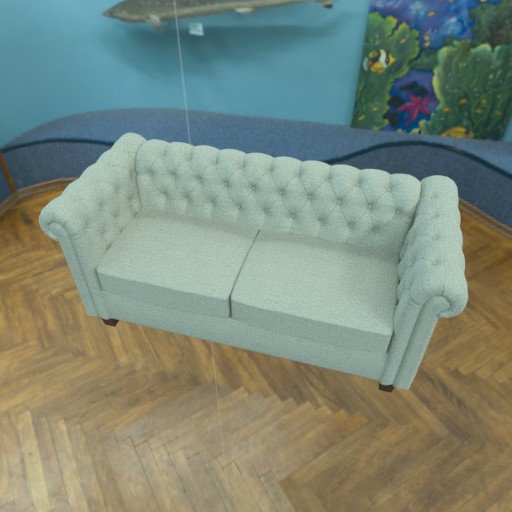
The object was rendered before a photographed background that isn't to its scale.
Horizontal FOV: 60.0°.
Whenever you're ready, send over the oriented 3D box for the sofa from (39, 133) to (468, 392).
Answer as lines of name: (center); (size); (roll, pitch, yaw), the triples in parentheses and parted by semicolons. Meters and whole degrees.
sofa: (0.000, 0.000, 2.243); (1.798, 0.797, 0.783); (11, 43, 12)
